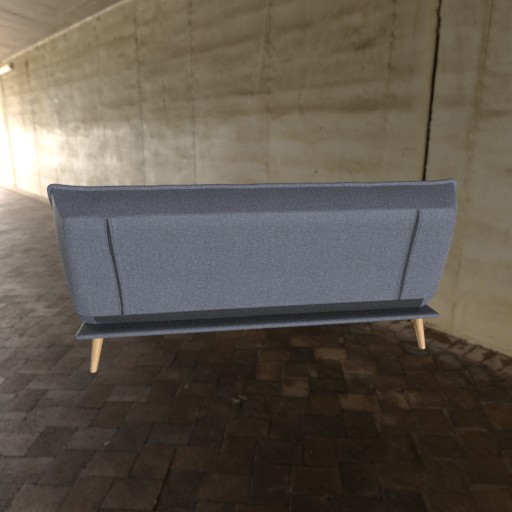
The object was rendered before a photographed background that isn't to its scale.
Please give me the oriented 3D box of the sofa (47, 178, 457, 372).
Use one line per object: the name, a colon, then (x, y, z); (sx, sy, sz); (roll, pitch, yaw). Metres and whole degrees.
sofa: (0.000, 0.000, 2.471); (1.940, 0.890, 0.950); (-2, 15, -8)
